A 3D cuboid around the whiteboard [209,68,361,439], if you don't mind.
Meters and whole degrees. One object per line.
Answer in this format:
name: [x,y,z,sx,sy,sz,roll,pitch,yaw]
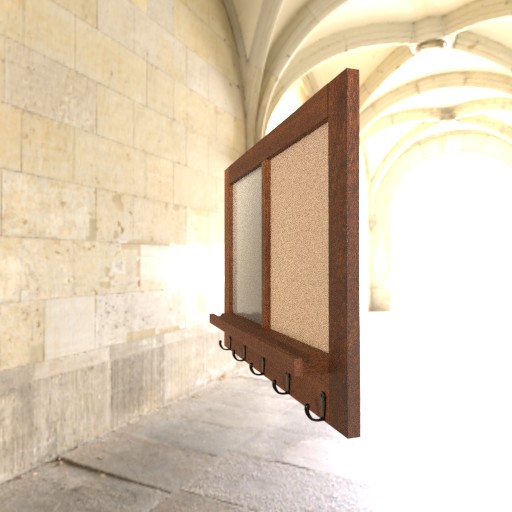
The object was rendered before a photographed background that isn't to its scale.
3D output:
whiteboard: [0.000,0.000,1.033,0.083,0.559,0.783,0,-1,-18]
